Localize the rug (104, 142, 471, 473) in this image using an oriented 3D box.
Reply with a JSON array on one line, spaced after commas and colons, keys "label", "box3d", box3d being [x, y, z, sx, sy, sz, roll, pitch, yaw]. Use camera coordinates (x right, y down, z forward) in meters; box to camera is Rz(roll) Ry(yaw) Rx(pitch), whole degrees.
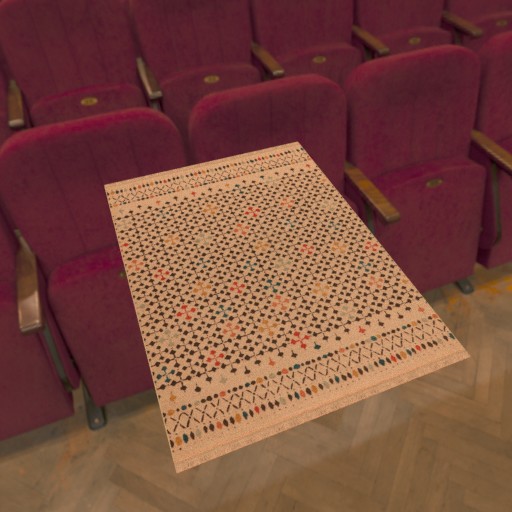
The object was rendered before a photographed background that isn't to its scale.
[{"label": "rug", "box3d": [0.000, 0.000, 2.034, 1.146, 0.006, 1.556, -16, 50, -14]}]
